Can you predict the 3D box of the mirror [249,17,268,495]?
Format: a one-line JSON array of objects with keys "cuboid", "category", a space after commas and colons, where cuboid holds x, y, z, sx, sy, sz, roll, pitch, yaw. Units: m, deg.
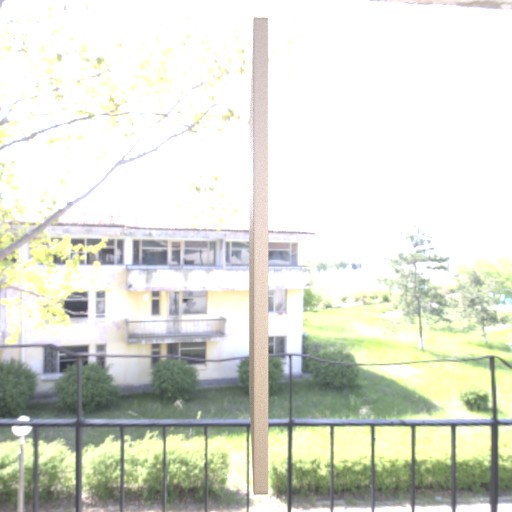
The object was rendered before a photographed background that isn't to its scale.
[{"cuboid": [0.000, 0.000, 1.326, 0.032, 1.023, 0.756, 0, 0, -2], "category": "mirror"}]
